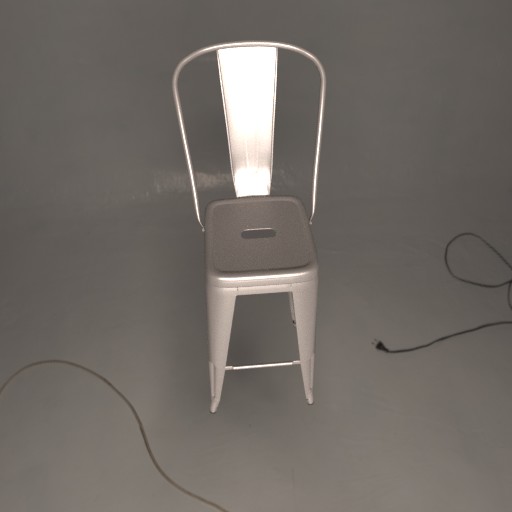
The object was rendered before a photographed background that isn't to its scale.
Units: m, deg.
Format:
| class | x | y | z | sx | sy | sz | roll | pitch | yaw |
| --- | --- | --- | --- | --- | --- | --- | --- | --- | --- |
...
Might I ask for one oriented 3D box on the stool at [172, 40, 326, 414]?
| class | x | y | z | sx | sy | sz | roll | pitch | yaw |
| --- | --- | --- | --- | --- | --- | --- | --- | --- | --- |
| stool | 0.000 | 0.000 | 1.373 | 0.399 | 1.096 | 0.513 | -4 | 48 | -3 |
